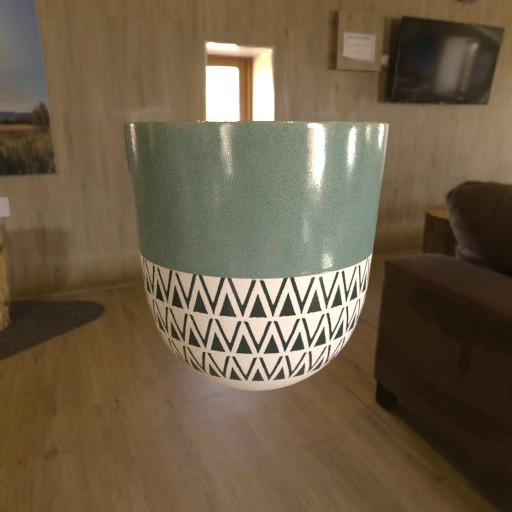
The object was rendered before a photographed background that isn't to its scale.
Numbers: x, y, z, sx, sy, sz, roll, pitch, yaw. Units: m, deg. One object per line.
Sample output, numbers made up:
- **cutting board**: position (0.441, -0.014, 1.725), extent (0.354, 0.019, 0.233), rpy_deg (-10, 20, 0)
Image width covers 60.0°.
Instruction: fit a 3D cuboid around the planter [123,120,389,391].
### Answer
- **planter**: position (0.000, 0.000, 0.373), extent (0.198, 0.214, 0.198), rpy_deg (0, 16, 0)
